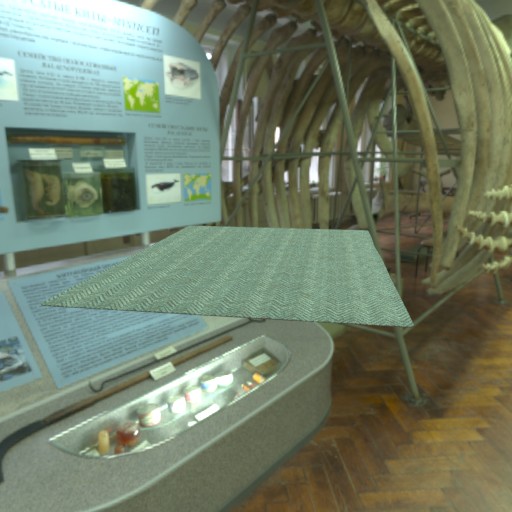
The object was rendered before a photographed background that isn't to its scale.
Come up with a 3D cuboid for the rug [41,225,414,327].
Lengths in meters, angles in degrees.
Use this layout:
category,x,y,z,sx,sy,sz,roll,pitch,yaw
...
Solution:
category,x,y,z,sx,sy,sz,roll,pitch,yaw
rug,0.000,0.000,5.228,2.894,0.011,3.957,2,13,9
